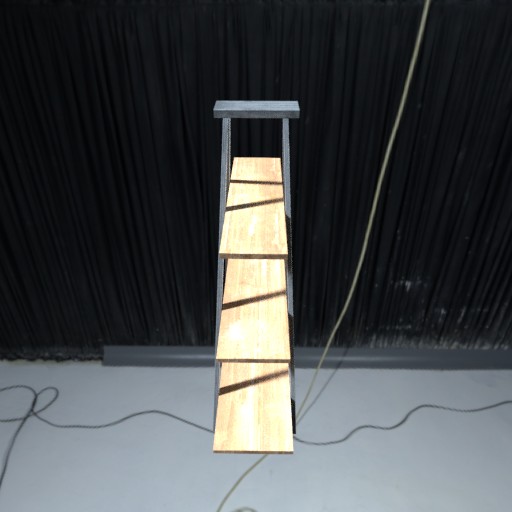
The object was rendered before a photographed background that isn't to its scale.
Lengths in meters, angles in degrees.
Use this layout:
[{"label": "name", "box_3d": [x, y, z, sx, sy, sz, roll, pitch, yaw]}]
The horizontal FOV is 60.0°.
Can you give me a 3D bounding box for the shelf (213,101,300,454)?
[{"label": "shelf", "box_3d": [0.000, 0.000, 2.699, 0.508, 1.808, 1.746, 1, 34, 1]}]
